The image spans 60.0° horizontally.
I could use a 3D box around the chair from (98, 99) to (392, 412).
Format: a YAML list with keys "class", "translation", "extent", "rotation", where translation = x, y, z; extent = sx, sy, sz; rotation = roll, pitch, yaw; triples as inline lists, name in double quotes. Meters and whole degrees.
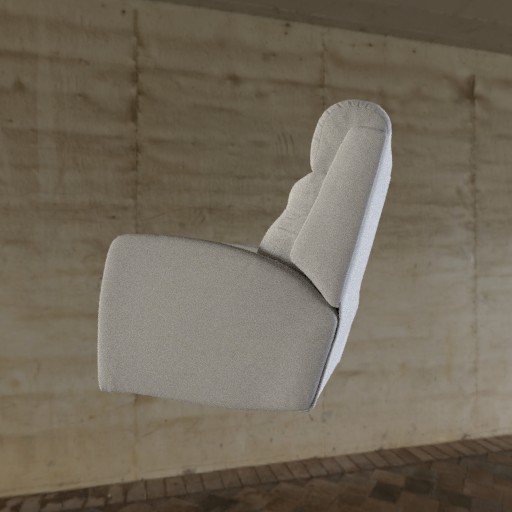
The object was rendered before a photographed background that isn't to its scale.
- class: "chair"
  translation: [0.000, 0.000, 1.774]
  extent: [1.043, 1.013, 0.798]
  rotation: [0, -1, 17]
